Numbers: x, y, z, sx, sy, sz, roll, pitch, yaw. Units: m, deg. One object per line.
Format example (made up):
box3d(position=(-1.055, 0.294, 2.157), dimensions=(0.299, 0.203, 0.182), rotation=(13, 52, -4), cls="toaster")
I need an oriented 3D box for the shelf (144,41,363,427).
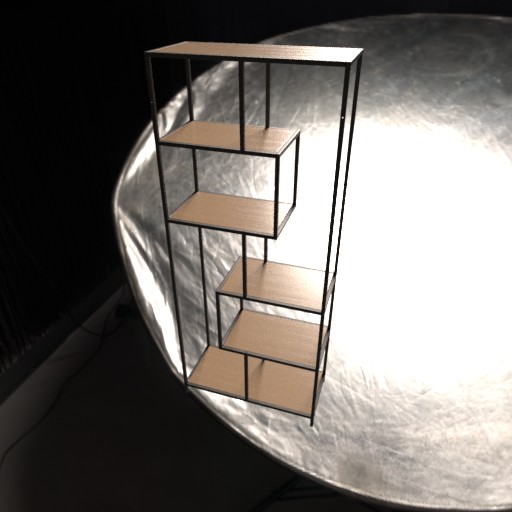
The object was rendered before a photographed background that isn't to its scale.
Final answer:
box3d(position=(0.000, 0.000, 2.181), dimensions=(0.770, 1.850, 0.350), rotation=(10, 33, 15), cls="shelf")
